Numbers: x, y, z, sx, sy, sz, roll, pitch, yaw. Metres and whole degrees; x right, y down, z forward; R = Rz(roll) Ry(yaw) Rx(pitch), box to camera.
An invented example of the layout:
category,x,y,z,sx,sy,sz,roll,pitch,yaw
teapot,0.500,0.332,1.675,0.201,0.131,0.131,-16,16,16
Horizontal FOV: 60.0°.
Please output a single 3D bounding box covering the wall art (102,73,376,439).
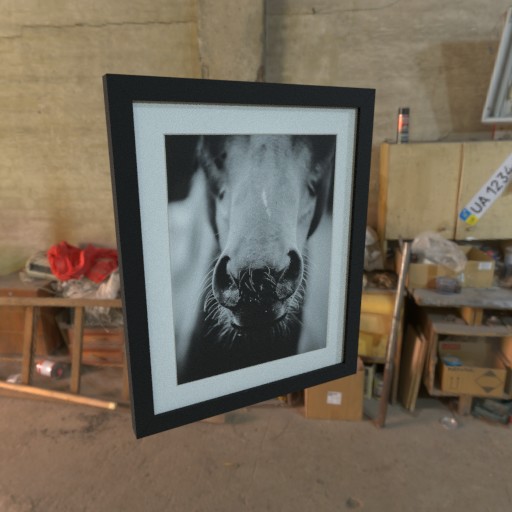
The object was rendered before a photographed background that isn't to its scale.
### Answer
category,x,y,z,sx,sy,sz,roll,pitch,yaw
wall art,0.000,0.000,0.553,0.329,0.404,0.024,-8,17,-26
